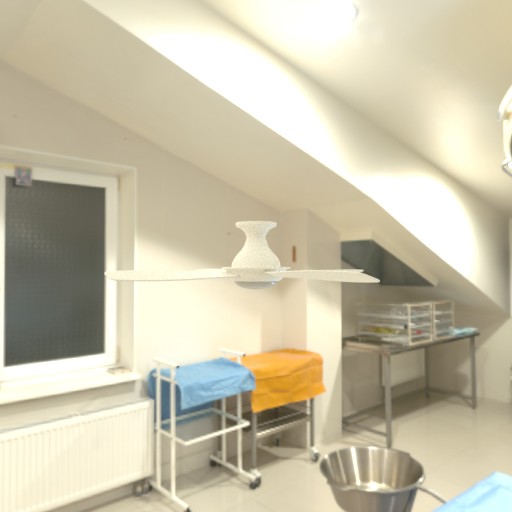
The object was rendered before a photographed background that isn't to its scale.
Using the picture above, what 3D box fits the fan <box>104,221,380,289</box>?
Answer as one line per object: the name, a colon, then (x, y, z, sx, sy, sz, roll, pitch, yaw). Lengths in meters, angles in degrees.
fan: (0.000, 0.000, 2.551, 1.693, 0.382, 1.694, 1, -1, -35)
